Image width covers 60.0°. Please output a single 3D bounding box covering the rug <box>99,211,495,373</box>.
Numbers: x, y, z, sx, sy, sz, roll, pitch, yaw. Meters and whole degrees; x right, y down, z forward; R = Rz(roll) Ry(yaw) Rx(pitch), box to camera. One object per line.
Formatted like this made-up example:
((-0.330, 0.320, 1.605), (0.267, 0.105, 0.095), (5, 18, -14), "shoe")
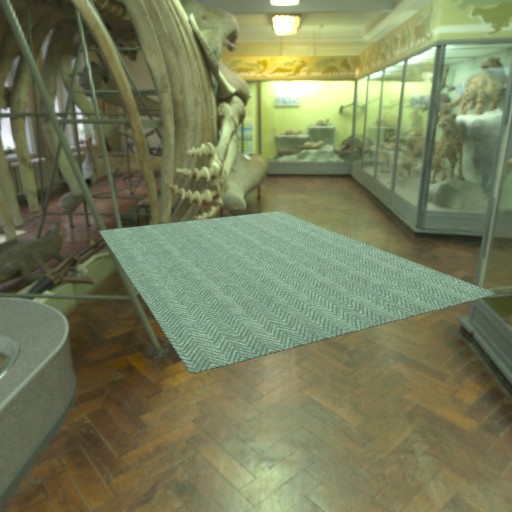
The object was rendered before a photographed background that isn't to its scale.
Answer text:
((0.000, 0.000, 5.078), (2.894, 0.011, 3.957), (-9, 20, -25), "rug")
